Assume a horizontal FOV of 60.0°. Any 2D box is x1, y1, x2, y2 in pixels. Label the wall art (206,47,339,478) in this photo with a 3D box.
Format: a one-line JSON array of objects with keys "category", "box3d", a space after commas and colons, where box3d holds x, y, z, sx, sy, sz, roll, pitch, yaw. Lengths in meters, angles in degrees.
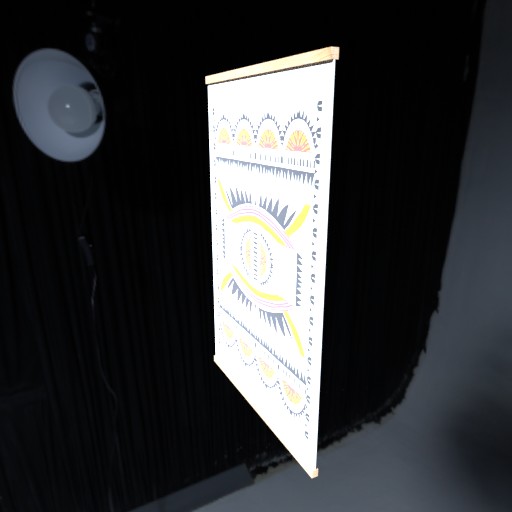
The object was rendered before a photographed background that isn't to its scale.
[{"category": "wall art", "box3d": [0.000, 0.000, 1.930, 0.028, 1.533, 0.999, -9, 19, -26]}]
